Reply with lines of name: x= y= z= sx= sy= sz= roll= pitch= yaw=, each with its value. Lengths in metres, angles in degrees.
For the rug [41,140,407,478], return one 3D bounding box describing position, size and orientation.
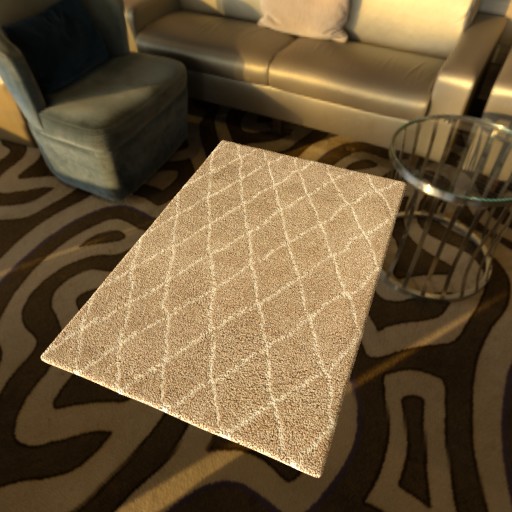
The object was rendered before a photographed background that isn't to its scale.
rug: x=0.000 y=0.000 z=2.250 sx=1.219 sy=0.030 sz=1.778 roll=17 pitch=49 yaw=15
